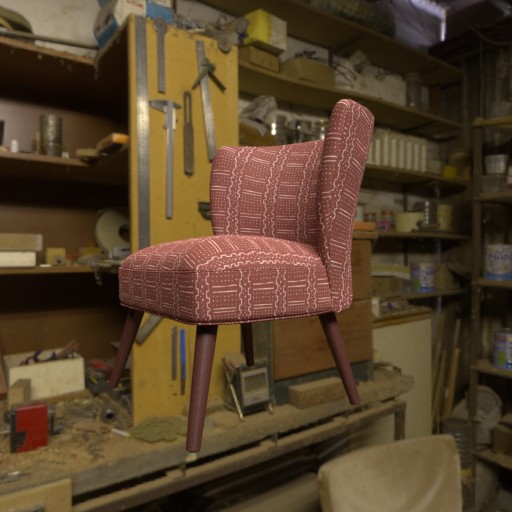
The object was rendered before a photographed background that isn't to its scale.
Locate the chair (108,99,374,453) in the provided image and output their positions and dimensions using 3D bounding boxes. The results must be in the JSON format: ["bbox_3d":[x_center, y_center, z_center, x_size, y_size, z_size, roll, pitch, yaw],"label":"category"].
[{"bbox_3d":[0.000,0.000,1.413,0.758,0.866,0.706,0,0,-35],"label":"chair"}]
